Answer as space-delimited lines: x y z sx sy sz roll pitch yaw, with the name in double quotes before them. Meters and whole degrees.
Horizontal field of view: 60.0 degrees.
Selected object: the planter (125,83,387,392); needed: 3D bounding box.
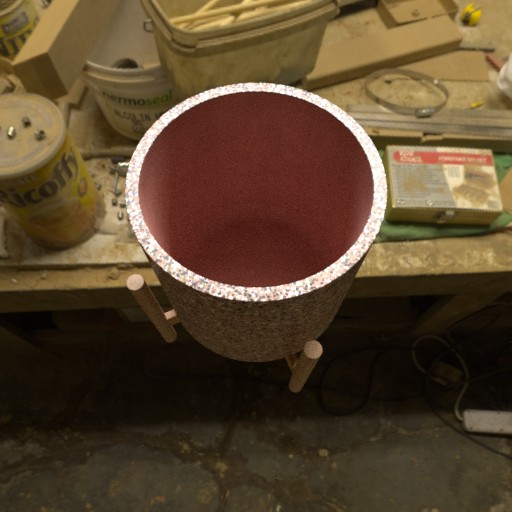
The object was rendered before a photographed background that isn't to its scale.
"planter" 0.000 0.000 0.703 0.360 0.419 0.360 -1 65 -1
